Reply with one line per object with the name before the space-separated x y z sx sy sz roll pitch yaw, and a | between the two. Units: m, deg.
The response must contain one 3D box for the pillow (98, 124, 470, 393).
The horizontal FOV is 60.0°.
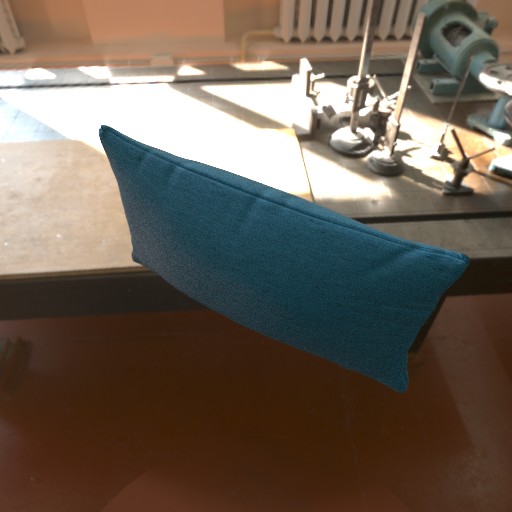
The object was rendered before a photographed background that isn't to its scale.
pillow | 0.000 0.000 0.785 0.633 0.338 0.210 23 51 21
